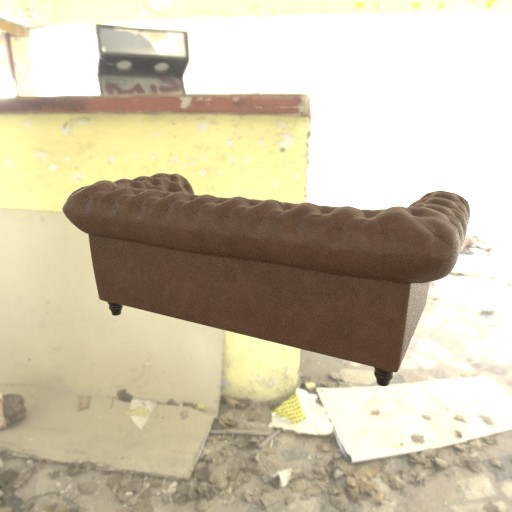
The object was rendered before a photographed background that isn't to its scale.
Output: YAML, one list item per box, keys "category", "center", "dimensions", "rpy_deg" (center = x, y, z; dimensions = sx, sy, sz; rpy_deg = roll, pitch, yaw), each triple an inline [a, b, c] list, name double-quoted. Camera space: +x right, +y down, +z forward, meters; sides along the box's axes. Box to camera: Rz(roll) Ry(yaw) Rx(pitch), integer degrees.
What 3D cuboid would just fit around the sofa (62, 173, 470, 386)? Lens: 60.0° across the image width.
- category: "sofa"
  center: [0.000, 0.000, 2.440]
  dimensions: [2.048, 0.784, 0.955]
  rpy_deg: [9, 19, 27]
